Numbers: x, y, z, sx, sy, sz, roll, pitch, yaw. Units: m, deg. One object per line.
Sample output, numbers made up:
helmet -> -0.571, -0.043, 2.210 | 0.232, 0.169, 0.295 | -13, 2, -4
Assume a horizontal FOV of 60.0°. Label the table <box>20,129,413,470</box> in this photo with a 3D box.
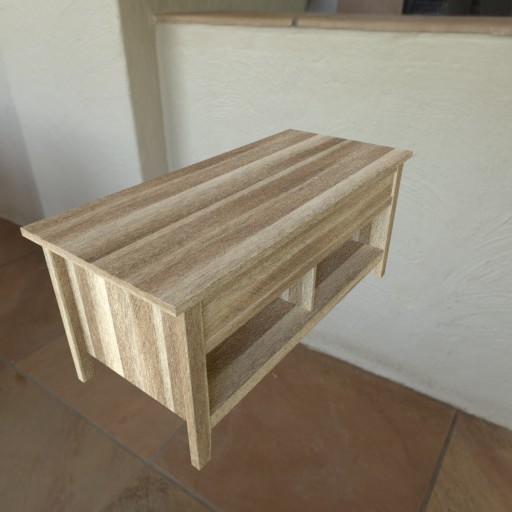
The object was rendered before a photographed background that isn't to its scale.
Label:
table -> 0.000, 0.000, 1.358 | 0.493, 0.480, 1.095 | 21, 36, 31
